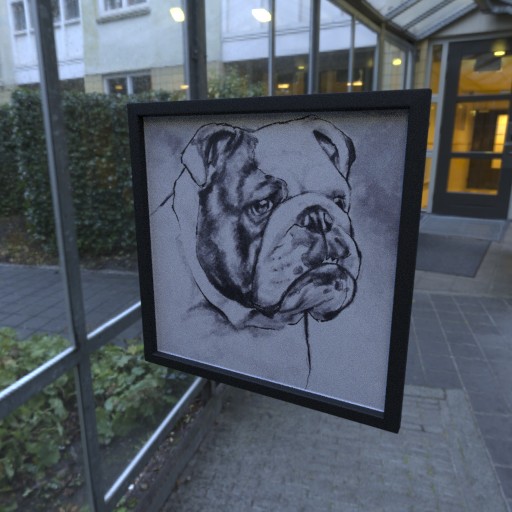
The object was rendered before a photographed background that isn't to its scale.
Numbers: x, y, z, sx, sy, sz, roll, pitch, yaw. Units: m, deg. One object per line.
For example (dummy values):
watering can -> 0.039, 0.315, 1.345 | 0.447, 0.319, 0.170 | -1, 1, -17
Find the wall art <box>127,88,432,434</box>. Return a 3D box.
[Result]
wall art -> 0.000, 0.000, 0.670 | 0.456, 0.453, 0.022 | 8, 16, 27
